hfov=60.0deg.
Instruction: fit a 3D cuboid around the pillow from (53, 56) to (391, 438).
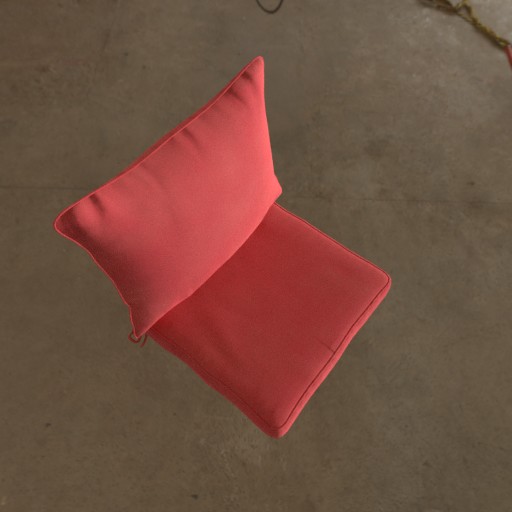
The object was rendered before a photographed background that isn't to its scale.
[{"bbox_3d":[0.000,0.000,1.363,0.733,0.725,0.798,35,65,18],"label":"pillow"}]
